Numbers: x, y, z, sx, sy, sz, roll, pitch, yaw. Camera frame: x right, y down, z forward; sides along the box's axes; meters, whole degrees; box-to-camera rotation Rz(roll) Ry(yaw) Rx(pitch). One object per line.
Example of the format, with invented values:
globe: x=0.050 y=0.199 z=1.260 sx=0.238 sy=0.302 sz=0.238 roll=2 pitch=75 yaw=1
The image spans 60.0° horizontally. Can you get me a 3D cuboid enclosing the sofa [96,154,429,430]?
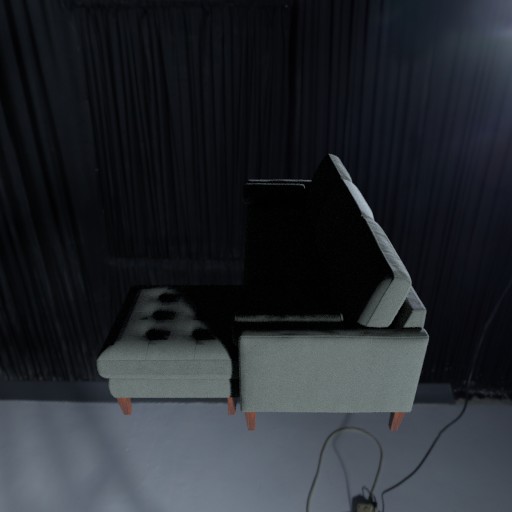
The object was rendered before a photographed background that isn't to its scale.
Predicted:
sofa: x=0.000 y=0.000 z=2.945 sx=1.506 sy=0.876 sz=2.178 roll=0 pitch=28 yaw=0
